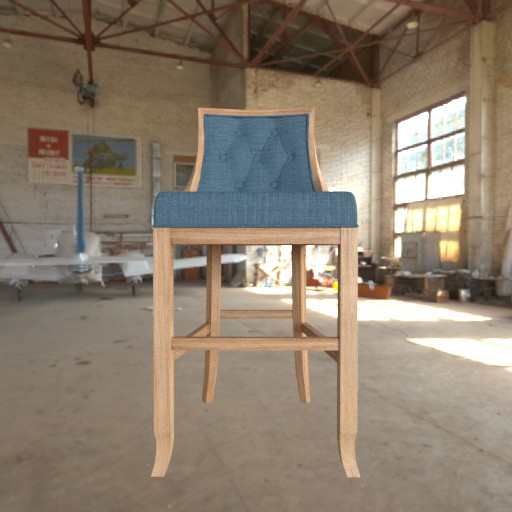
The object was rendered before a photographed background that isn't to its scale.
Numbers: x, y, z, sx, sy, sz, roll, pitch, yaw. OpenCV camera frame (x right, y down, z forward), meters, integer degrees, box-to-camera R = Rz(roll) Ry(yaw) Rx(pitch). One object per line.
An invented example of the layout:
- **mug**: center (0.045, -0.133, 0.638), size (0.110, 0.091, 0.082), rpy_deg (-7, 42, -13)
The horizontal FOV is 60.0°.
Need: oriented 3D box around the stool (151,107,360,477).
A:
- **stool**: center (0.000, 0.000, 1.410), size (0.524, 1.101, 0.626), rpy_deg (0, 1, 0)
